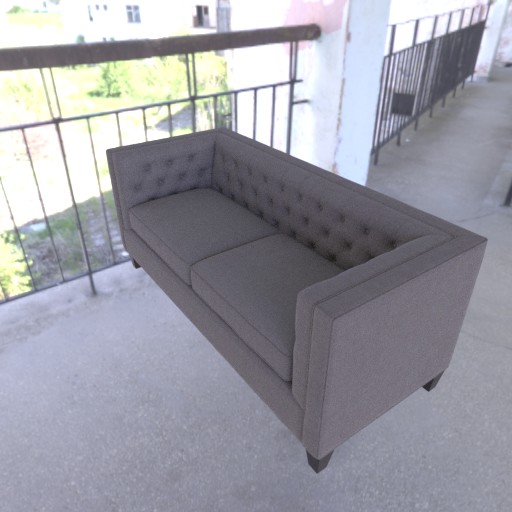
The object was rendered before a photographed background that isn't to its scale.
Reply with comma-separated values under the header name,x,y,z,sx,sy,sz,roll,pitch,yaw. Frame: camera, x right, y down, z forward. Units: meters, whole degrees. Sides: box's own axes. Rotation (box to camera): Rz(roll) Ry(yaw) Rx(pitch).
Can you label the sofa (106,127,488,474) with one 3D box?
name,x,y,z,sx,sy,sz,roll,pitch,yaw
sofa,0.000,0.000,2.188,0.775,0.762,1.778,-21,37,-30
